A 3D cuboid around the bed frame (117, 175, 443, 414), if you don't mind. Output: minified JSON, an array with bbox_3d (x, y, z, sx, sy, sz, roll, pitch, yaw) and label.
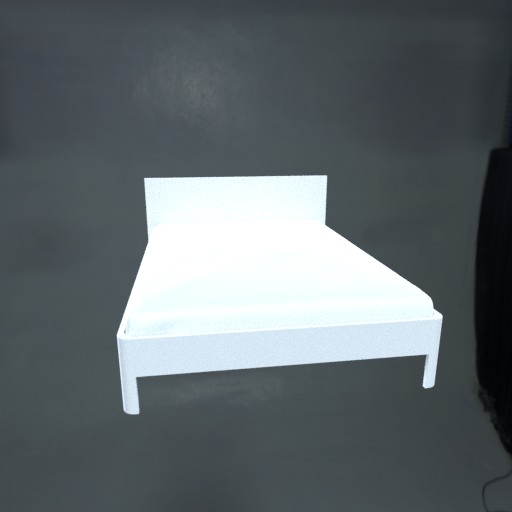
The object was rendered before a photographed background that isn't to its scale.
[{"bbox_3d":[0.000,0.000,2.800,1.490,0.800,1.950,-2,16,-8],"label":"bed frame"}]
